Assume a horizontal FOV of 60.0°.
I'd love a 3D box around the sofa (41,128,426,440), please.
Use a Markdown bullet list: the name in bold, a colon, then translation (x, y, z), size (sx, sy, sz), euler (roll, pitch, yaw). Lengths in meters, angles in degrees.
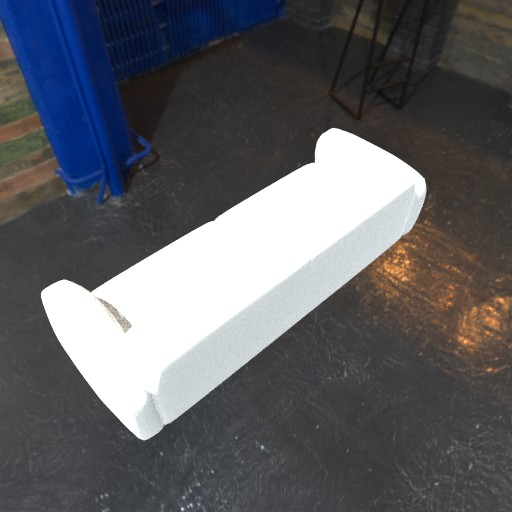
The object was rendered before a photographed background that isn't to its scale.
- **sofa**: translation (0.000, 0.000, 2.657), size (2.280, 0.780, 0.870), euler (-34, 57, -26)
